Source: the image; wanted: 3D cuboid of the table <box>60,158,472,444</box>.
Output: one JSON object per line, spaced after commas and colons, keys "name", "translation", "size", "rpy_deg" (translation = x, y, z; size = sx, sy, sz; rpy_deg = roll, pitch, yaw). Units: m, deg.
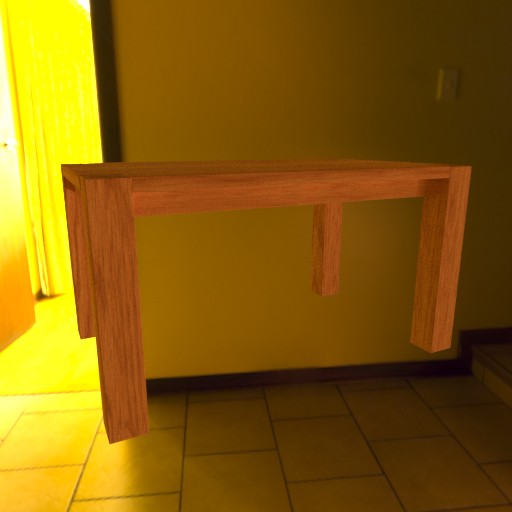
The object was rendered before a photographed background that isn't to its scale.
{"name": "table", "translation": [0.000, 0.000, 1.877], "size": [1.400, 0.760, 0.900], "rpy_deg": [-7, 16, -26]}
